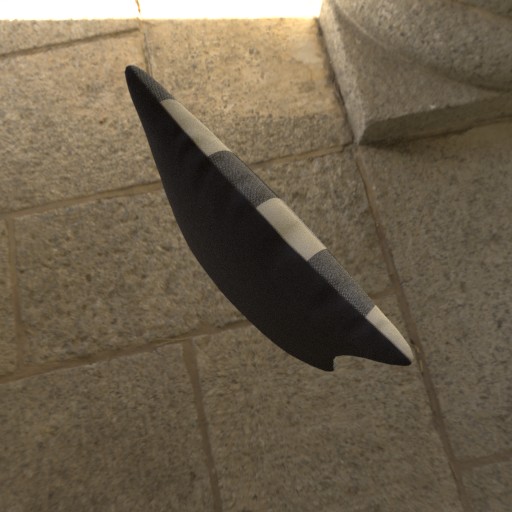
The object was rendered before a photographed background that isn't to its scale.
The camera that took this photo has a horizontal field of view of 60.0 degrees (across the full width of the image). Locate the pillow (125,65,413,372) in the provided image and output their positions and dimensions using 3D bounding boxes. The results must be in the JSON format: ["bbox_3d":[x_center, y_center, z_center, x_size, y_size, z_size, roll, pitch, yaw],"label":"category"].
[{"bbox_3d":[0.000,0.000,0.774,0.161,0.509,0.511,-41,78,-10],"label":"pillow"}]
